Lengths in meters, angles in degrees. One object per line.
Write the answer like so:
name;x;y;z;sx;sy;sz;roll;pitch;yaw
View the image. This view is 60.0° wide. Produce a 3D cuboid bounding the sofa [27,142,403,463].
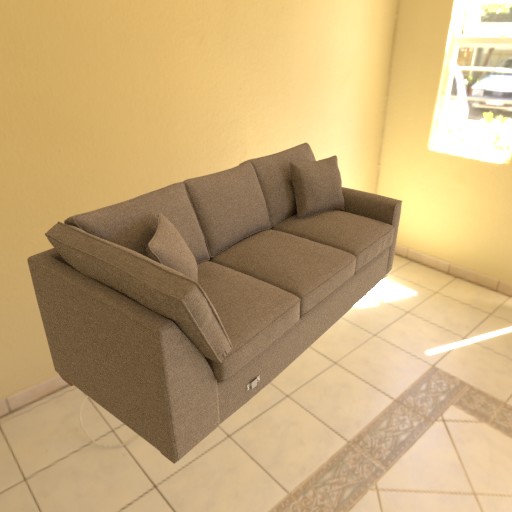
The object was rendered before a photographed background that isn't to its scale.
sofa;0.000;0.000;2.796;1.061;0.962;2.317;20;33;34
